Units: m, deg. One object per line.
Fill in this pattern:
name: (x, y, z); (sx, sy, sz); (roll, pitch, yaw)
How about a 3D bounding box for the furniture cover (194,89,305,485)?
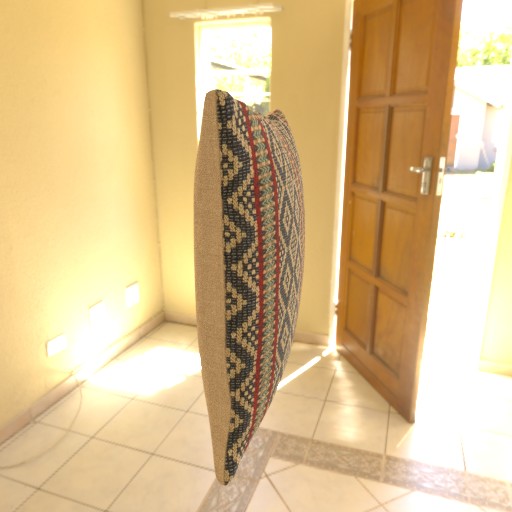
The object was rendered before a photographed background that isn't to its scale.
furniture cover: (0.000, 0.000, 0.653); (0.139, 0.431, 0.431); (3, 17, 10)
